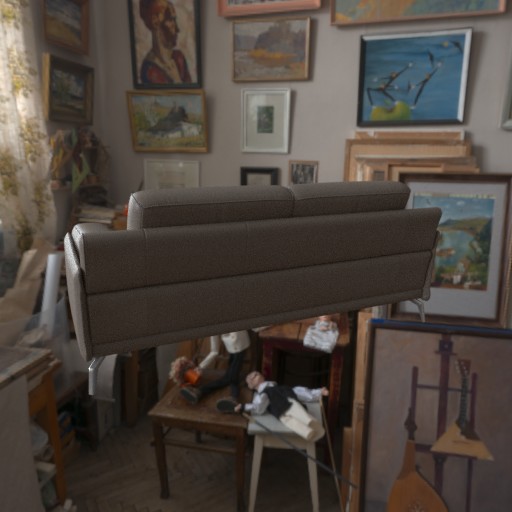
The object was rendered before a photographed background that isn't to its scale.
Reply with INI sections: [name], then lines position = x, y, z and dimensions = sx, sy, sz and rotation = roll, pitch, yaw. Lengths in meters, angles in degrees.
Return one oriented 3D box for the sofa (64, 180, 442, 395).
[sofa]
position = 0.000, 0.000, 2.664
dimensions = 2.101, 0.930, 1.049
rotation = -6, 15, -25
